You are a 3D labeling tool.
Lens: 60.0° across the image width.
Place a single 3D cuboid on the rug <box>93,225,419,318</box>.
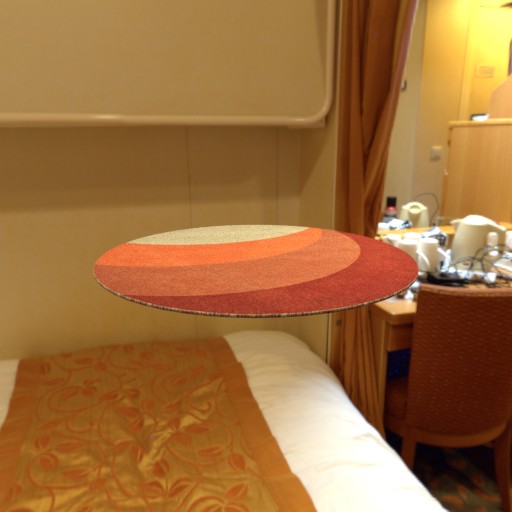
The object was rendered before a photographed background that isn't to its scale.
[{"bbox_3d":[0.000,0.000,2.184,1.514,0.015,1.514,0,15,0],"label":"rug"}]
